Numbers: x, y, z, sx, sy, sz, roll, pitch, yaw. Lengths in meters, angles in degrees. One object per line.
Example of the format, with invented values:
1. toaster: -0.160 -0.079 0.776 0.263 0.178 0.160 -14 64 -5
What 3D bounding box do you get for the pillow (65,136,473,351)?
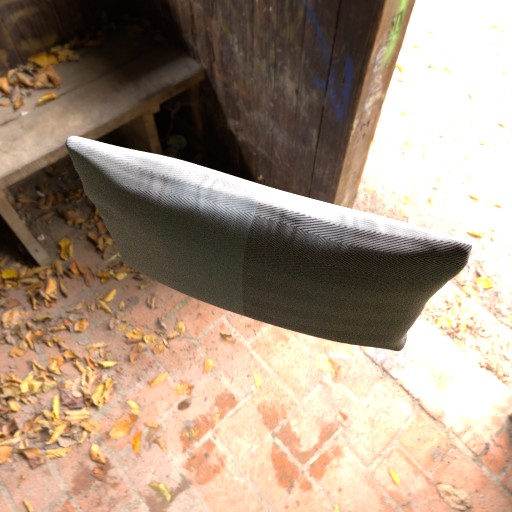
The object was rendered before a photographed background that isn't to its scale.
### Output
1. pillow: 0.000 0.000 0.638 0.506 0.305 0.139 17 60 10
